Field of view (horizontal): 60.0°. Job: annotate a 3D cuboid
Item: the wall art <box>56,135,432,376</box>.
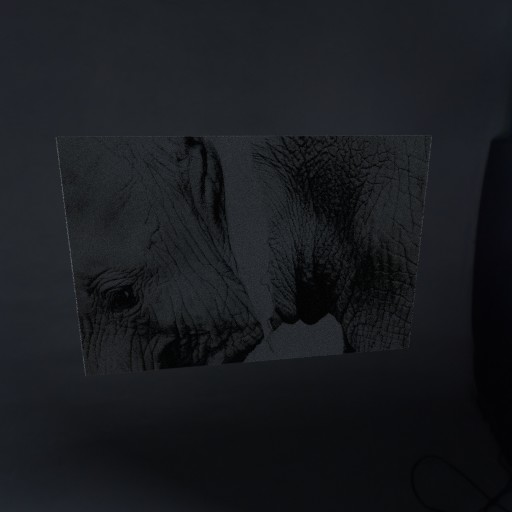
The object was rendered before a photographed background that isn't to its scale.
[{"bbox_3d":[0.000,0.000,1.163,0.914,0.607,0.023,-3,17,-9],"label":"wall art"}]
